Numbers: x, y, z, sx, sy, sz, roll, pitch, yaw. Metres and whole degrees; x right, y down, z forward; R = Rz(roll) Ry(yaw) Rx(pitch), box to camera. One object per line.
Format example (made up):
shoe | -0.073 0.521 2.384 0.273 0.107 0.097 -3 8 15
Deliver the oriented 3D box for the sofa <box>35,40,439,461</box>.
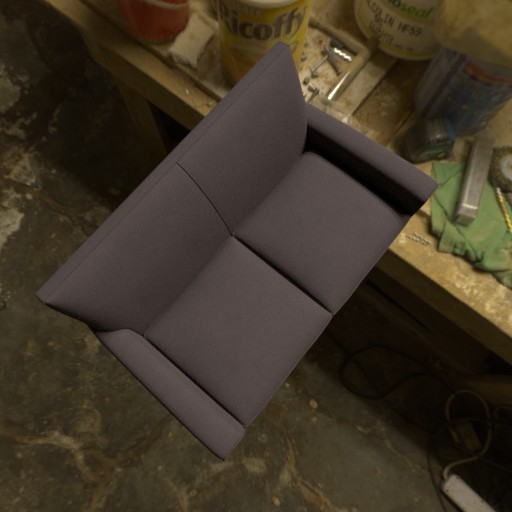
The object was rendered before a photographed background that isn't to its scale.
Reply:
sofa | 0.000 0.000 1.976 0.871 0.846 1.420 39 79 9
